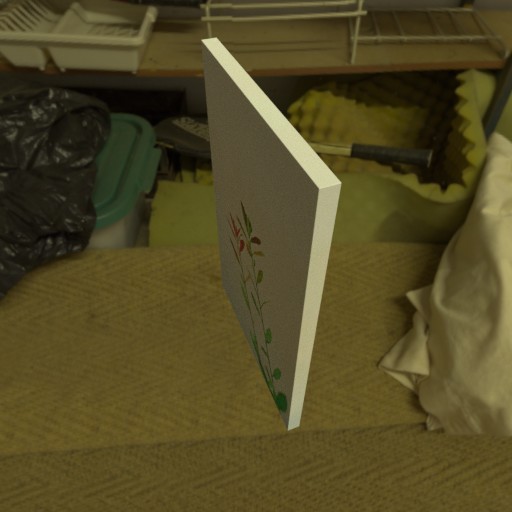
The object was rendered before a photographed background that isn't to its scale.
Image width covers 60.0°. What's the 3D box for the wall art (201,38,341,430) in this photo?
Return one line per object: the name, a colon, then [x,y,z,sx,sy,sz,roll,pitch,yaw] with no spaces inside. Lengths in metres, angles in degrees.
wall art: [0.000,0.000,1.200,0.039,0.915,0.612,-16,49,-15]
